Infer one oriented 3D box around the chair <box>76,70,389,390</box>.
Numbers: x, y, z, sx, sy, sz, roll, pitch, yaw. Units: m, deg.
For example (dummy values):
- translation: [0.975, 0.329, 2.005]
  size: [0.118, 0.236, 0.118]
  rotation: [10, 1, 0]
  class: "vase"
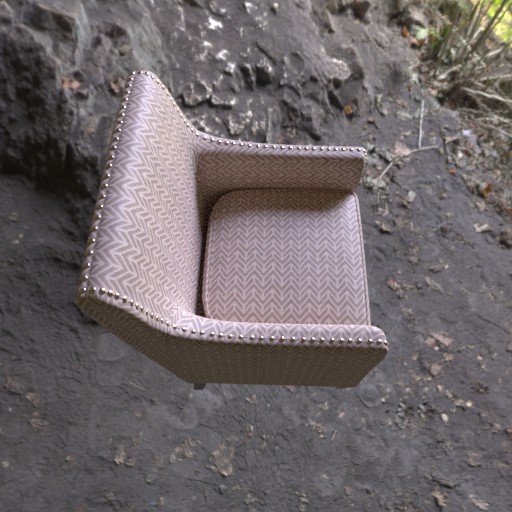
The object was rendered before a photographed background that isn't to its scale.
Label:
- translation: [0.000, 0.000, 1.277]
  size: [0.651, 0.816, 0.623]
  rotation: [1, 62, 1]
  class: "chair"
